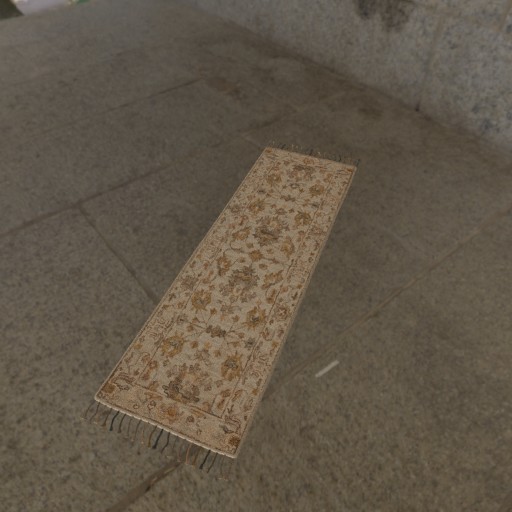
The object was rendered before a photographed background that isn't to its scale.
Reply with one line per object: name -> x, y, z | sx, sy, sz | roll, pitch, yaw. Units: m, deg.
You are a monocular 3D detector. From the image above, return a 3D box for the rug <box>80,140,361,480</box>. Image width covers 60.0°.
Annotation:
rug -> 0.000, 0.000, 2.662 | 0.729, 0.021, 2.438 | 16, 49, 15
